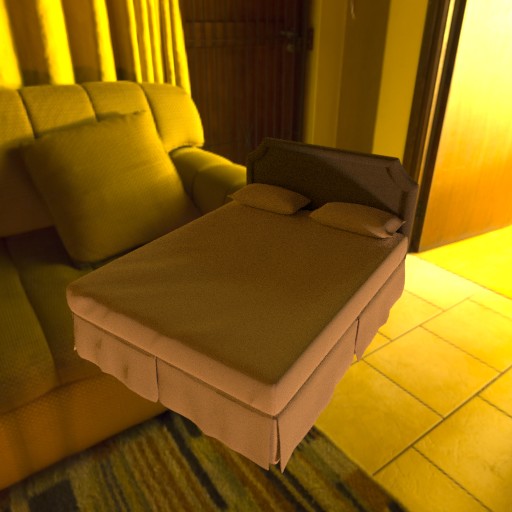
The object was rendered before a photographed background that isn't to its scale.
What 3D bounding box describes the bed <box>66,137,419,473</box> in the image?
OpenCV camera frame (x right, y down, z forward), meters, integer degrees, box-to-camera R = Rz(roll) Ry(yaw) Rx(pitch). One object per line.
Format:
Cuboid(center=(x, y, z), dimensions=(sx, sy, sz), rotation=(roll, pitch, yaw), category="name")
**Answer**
Cuboid(center=(0.000, 0.000, 3.669), dimensions=(1.977, 1.306, 2.464), rotation=(18, 33, 30), category="bed")
